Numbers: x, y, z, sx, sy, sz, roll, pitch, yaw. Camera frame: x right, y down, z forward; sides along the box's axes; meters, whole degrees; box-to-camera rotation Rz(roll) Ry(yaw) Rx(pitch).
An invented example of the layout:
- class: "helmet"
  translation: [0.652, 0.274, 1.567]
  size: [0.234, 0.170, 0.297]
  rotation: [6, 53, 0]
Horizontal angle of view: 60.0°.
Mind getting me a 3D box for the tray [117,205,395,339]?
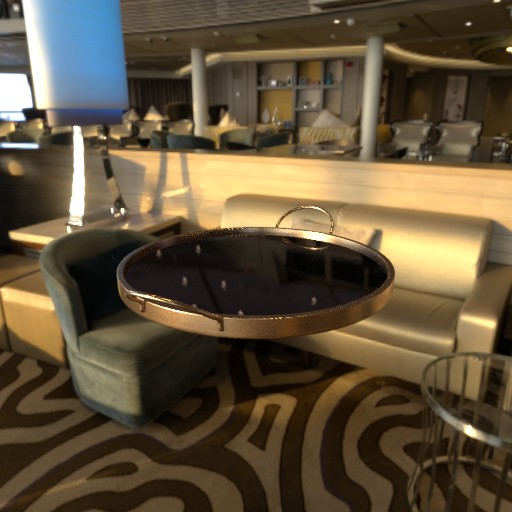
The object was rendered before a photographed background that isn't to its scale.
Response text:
- class: "tray"
  translation: [0.000, 0.000, 0.726]
  size: [0.438, 0.069, 0.543]
  rotation: [9, 20, 25]
